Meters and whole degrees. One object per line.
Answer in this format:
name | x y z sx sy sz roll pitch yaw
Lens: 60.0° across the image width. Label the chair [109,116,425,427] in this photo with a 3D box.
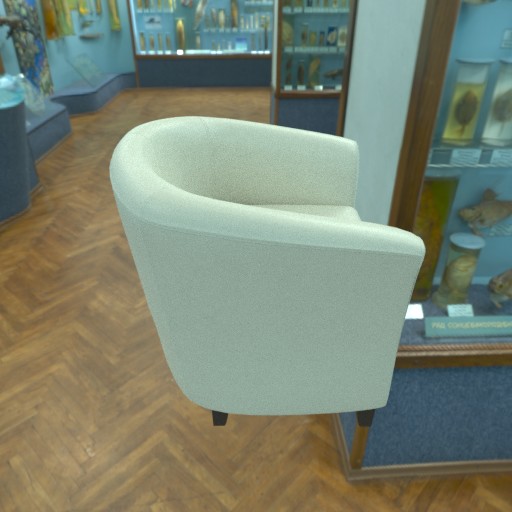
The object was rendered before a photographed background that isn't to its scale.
chair | 0.000 0.000 1.365 0.727 0.756 0.792 0 31 0
